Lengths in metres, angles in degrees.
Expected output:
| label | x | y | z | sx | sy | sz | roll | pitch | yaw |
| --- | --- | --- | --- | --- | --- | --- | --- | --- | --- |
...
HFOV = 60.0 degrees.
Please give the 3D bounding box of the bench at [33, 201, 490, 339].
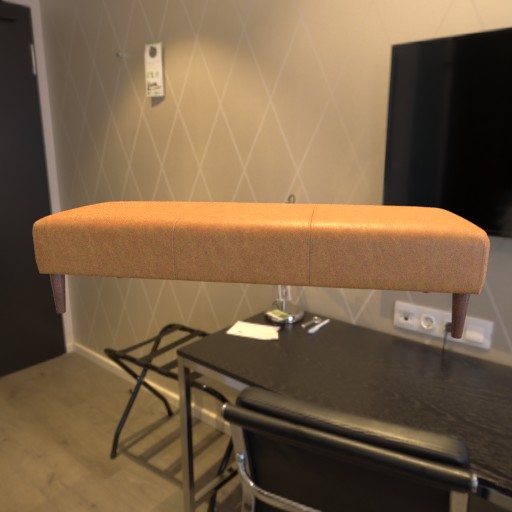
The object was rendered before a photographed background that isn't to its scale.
| label | x | y | z | sx | sy | sz | roll | pitch | yaw |
| --- | --- | --- | --- | --- | --- | --- | --- | --- | --- |
| bench | 0.000 | 0.000 | 1.842 | 1.610 | 0.399 | 0.653 | 2 | 13 | 9 |
